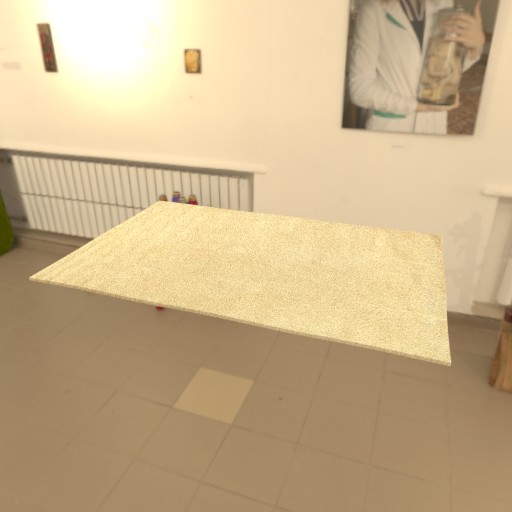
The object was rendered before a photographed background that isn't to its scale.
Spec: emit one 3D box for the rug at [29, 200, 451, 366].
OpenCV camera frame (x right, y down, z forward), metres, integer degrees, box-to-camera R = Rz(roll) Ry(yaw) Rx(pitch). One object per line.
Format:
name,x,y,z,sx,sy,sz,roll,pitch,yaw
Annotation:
rug,0.000,0.000,2.935,2.346,0.025,1.500,9,27,17
